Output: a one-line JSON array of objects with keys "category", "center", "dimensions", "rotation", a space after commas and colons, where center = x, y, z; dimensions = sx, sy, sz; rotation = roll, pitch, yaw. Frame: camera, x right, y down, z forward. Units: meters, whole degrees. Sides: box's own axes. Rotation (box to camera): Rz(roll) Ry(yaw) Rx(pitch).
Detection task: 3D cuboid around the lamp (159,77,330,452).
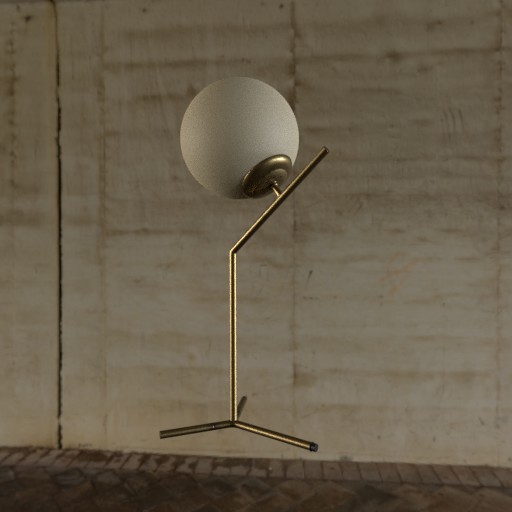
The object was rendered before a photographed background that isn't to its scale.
[{"category": "lamp", "center": [0.000, 0.000, 0.684], "dimensions": [0.251, 0.552, 0.210], "rotation": [1, 1, 37]}]
